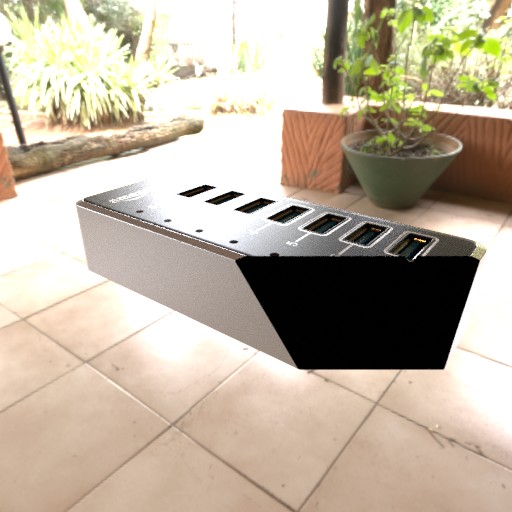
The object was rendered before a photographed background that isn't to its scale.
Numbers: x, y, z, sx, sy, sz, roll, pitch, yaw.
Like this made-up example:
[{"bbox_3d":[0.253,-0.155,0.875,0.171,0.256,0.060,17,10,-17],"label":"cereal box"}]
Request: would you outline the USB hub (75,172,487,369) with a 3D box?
[{"bbox_3d":[0.000,0.000,0.126,0.110,0.023,0.044,18,31,33],"label":"USB hub"}]
